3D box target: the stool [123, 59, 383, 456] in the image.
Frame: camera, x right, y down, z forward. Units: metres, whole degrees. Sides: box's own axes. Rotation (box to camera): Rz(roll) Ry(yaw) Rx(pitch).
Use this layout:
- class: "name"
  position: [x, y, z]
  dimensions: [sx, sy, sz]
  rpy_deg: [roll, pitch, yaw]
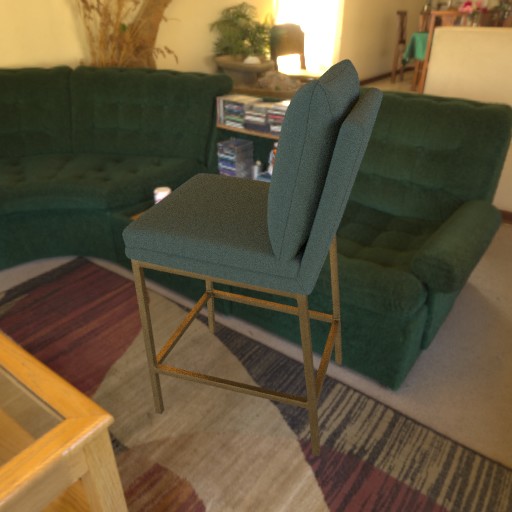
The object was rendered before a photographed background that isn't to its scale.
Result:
- class: "stool"
  position: [0.000, 0.000, 1.291]
  dimensions: [0.568, 1.032, 0.463]
  rpy_deg: [10, 31, 16]
